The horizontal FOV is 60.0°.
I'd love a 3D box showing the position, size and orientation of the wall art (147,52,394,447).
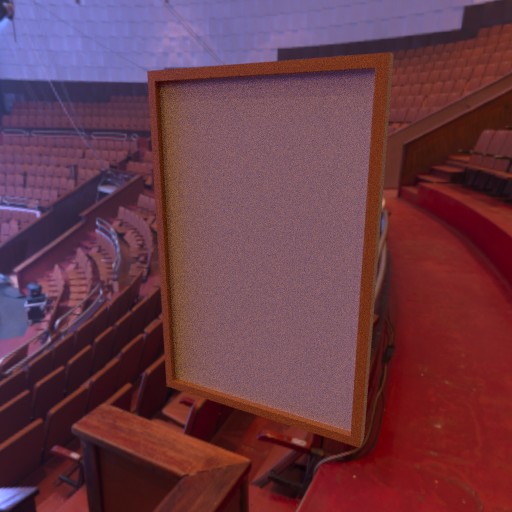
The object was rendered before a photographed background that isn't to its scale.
[{"bbox_3d":[0.000,0.000,1.141,0.610,0.916,0.037,8,18,26],"label":"wall art"}]
